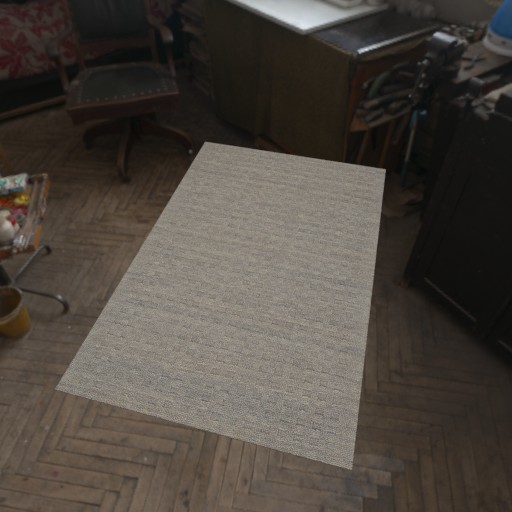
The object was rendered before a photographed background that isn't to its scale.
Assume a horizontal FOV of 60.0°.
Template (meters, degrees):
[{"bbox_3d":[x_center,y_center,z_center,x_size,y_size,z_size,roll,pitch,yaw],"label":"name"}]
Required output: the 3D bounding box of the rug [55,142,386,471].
[{"bbox_3d":[0.000,0.000,2.184,1.142,0.006,1.752,11,49,10],"label":"rug"}]
